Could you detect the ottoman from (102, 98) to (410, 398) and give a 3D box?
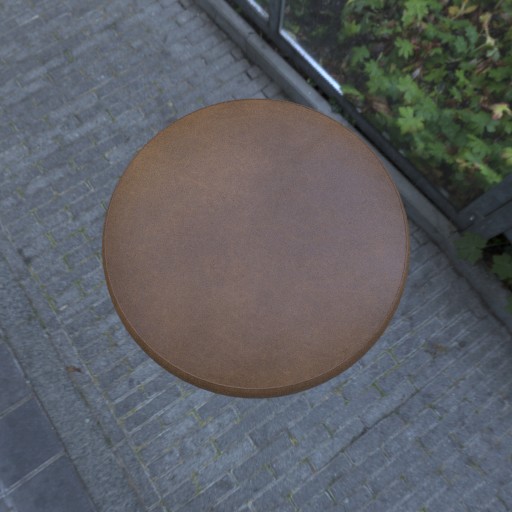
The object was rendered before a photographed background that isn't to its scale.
[{"bbox_3d":[0.000,0.000,1.014,0.607,0.438,0.607,0,76,0],"label":"ottoman"}]
